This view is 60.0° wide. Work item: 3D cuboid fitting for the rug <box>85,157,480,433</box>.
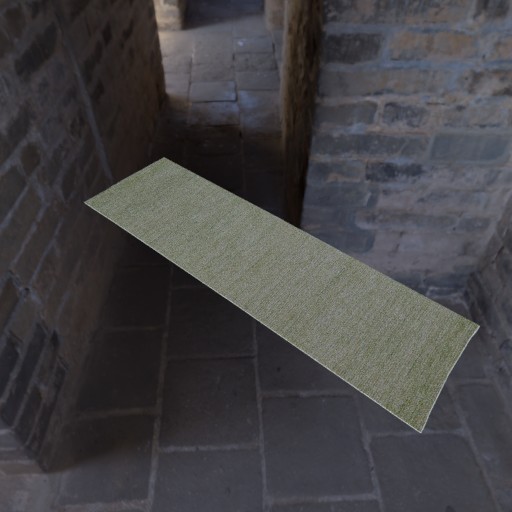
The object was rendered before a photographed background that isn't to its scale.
[{"bbox_3d":[0.000,0.000,2.523,2.340,0.013,0.686,31,53,27],"label":"rug"}]
